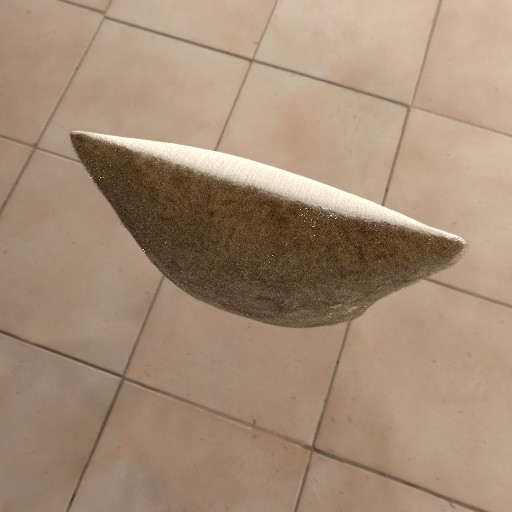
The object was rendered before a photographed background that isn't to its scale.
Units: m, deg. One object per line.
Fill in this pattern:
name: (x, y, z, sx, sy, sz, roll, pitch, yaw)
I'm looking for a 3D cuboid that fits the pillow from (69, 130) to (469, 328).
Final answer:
pillow: (0.000, 0.000, 0.796, 0.538, 0.525, 0.216, 17, 75, 5)
